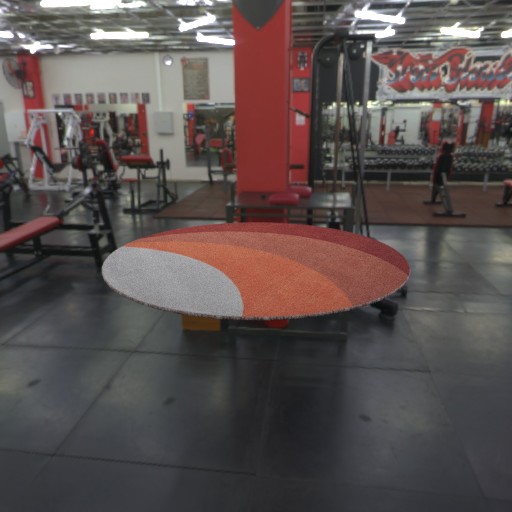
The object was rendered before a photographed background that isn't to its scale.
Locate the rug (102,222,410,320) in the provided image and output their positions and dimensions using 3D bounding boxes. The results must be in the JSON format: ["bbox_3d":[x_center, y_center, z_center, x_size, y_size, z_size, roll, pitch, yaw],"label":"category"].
[{"bbox_3d":[0.000,0.000,2.290,1.514,0.015,1.514,0,17,0],"label":"rug"}]
